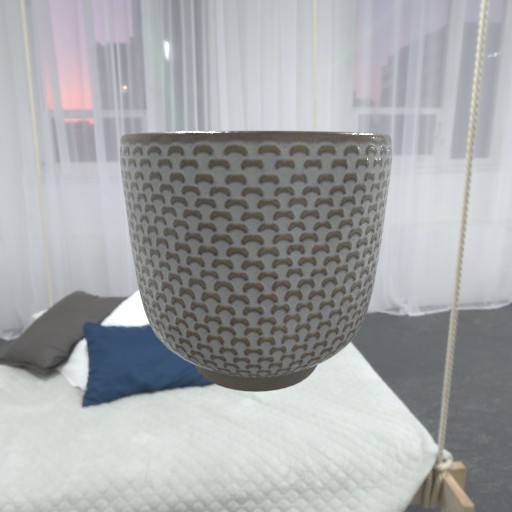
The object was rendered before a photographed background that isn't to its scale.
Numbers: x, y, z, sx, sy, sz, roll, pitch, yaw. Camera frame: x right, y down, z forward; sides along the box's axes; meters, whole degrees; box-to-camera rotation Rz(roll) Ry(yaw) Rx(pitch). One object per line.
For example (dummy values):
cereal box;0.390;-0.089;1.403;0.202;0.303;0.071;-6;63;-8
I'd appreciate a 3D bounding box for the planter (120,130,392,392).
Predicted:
planter;0.000;0.000;0.248;0.139;0.130;0.139;0;13;0
